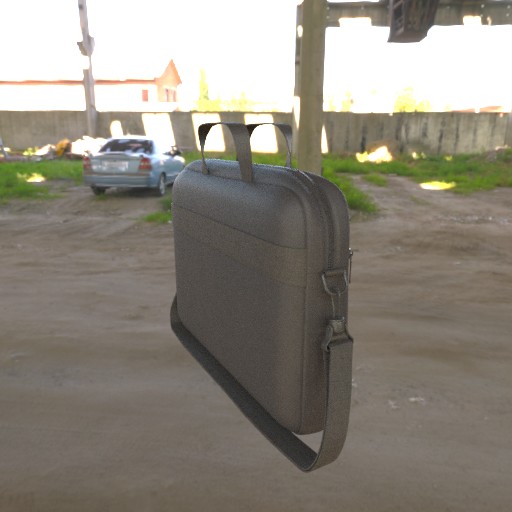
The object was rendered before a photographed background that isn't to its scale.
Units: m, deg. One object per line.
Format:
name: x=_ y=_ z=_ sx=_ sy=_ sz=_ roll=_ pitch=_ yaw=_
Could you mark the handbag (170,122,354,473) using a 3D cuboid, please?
handbag: x=0.000 y=0.000 z=0.573 sx=0.126 sy=0.330 sz=0.429 roll=-8 pitch=17 yaw=-28
